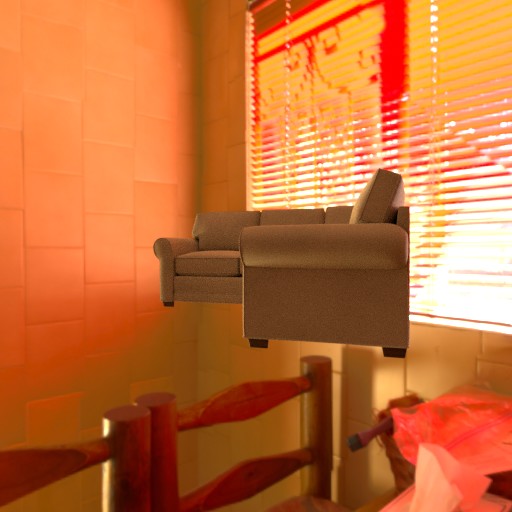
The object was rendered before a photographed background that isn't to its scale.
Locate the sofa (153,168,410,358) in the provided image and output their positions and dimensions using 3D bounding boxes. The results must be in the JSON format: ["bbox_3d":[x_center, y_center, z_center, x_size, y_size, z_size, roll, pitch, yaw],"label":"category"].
[{"bbox_3d":[0.000,0.000,3.825,2.487,1.053,2.562,0,1,18],"label":"sofa"}]
